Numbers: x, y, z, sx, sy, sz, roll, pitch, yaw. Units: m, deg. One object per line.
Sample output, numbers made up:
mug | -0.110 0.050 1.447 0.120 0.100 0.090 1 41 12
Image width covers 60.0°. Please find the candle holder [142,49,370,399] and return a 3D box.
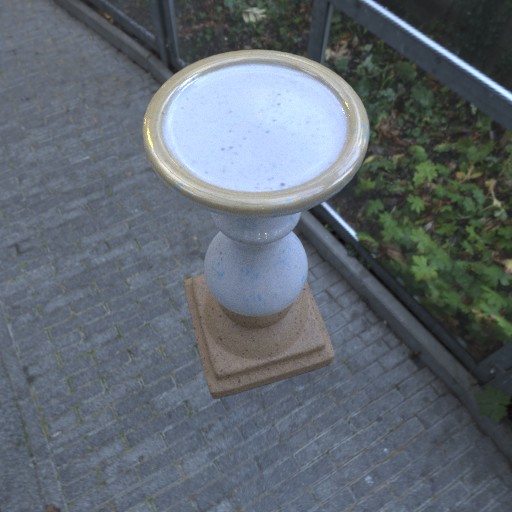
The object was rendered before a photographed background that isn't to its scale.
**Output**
candle holder | 0.000 0.000 0.299 0.110 0.239 0.110 -14 60 -9
